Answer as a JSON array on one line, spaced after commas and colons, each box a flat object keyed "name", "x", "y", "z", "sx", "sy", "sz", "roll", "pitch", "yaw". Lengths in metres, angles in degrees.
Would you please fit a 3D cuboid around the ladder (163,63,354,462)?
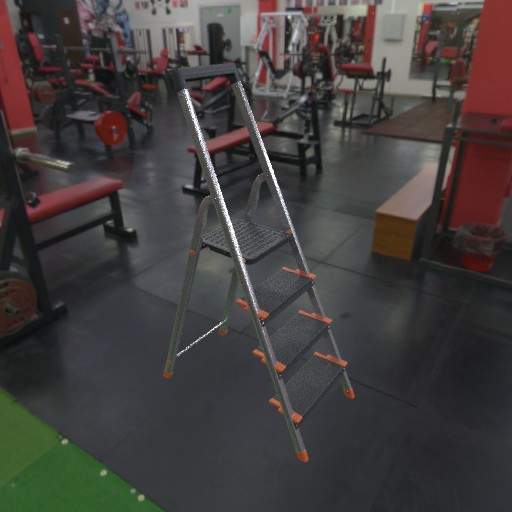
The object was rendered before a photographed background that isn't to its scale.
[{"name": "ladder", "x": 0.000, "y": 0.000, "z": 1.829, "sx": 0.834, "sy": 1.429, "sz": 0.452, "roll": 19, "pitch": 33, "yaw": 32}]
